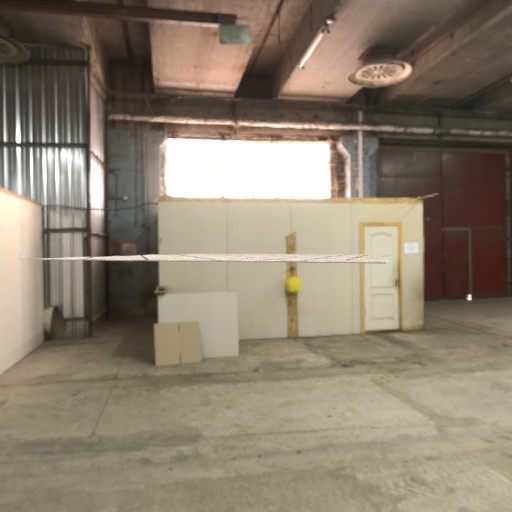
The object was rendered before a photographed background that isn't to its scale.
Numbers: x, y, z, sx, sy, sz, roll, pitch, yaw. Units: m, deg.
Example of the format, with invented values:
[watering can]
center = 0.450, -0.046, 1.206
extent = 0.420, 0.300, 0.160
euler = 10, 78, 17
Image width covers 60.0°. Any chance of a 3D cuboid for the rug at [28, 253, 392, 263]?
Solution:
[rug]
center = 0.000, 0.000, 4.233
extent = 2.468, 0.022, 3.061
euler = 0, 1, 17
